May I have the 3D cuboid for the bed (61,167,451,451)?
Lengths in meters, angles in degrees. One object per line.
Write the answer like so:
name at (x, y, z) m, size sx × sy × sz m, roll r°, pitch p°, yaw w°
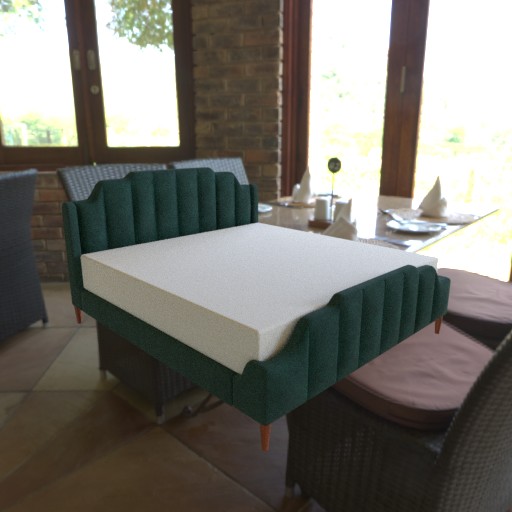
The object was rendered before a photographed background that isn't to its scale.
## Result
bed at (0.000, 0.000, 3.515) m, size 2.074 × 1.245 × 2.340 m, roll -14°, pitch 21°, yaw -42°
